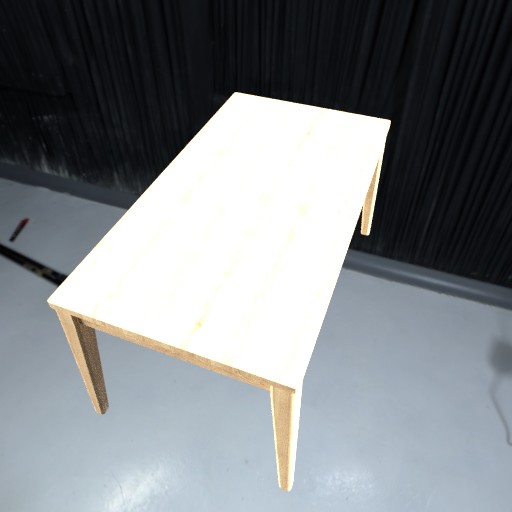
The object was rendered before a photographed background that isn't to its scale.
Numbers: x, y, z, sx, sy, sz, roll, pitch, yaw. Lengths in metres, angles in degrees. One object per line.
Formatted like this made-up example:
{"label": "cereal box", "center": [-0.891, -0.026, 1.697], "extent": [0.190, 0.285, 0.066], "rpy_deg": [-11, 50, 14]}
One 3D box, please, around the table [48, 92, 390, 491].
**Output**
{"label": "table", "center": [0.000, 0.000, 2.078], "extent": [0.900, 0.760, 1.600], "rpy_deg": [16, 48, 14]}
